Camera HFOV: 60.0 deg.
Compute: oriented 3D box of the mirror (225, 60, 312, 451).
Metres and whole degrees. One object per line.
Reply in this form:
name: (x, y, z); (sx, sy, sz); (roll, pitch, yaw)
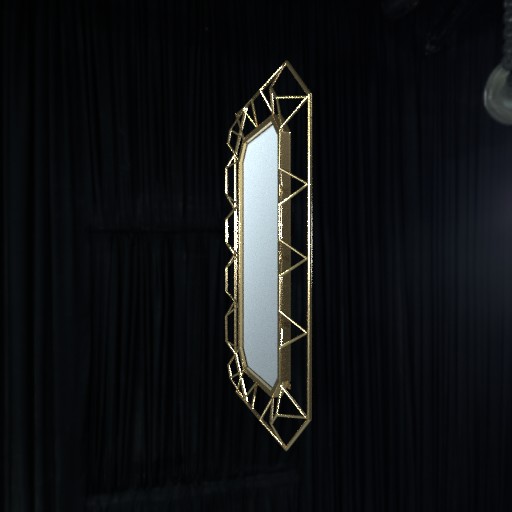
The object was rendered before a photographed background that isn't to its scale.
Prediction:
mirror: (0.000, 0.000, 1.133); (0.051, 0.870, 0.572); (0, 1, -18)
